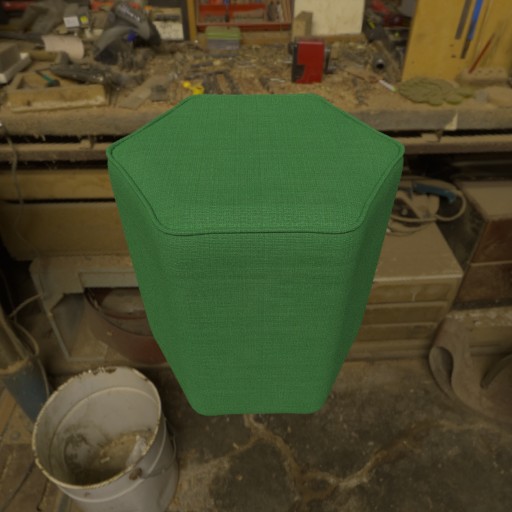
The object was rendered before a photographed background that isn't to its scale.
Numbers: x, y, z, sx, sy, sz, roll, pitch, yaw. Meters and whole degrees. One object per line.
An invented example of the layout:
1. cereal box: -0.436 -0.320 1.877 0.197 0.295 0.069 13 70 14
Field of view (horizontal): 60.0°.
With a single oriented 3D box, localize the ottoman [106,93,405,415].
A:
1. ottoman: 0.000 0.000 0.892 0.499 0.507 0.444 -1 43 -1
